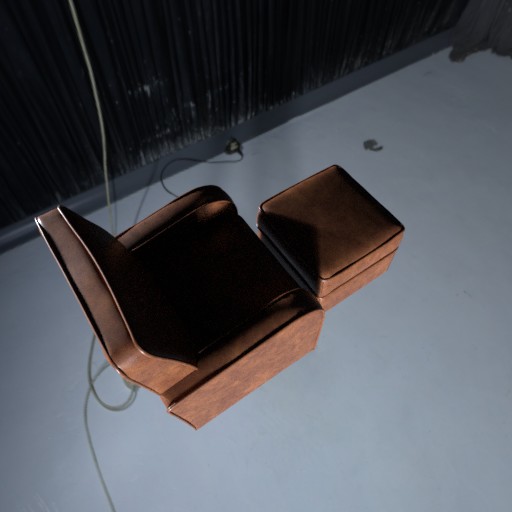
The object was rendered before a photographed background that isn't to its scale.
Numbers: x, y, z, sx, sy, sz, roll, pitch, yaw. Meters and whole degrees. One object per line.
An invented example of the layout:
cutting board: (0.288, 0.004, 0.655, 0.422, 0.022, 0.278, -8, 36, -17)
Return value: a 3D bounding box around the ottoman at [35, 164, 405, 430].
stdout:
ottoman: (0.000, 0.000, 1.832, 1.314, 0.904, 0.732, -30, 63, -18)
